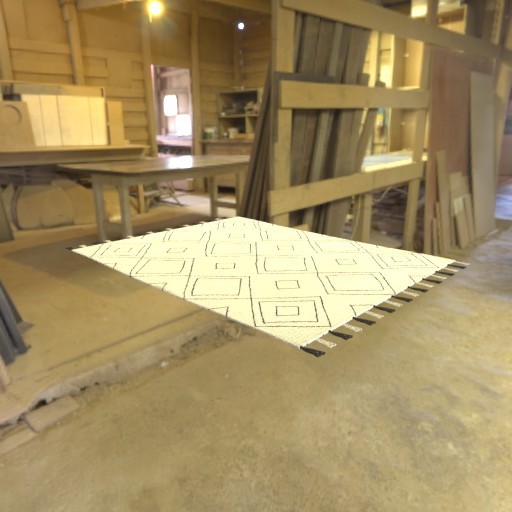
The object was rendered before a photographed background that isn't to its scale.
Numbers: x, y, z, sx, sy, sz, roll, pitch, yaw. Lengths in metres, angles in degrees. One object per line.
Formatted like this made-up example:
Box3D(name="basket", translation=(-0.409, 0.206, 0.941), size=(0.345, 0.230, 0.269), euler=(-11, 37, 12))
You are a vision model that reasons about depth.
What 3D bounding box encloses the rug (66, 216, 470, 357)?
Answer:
Box3D(name="rug", translation=(0.000, 0.000, 4.310), size=(3.221, 0.026, 2.342), euler=(15, 23, 42))
